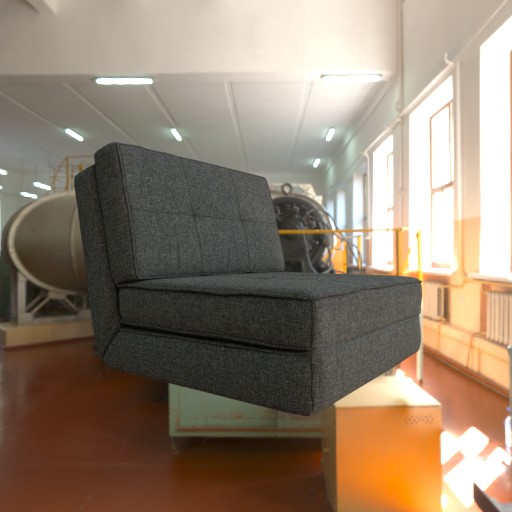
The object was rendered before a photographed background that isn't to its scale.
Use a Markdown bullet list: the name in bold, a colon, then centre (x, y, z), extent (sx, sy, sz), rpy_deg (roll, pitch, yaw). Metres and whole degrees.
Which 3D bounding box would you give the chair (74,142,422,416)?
- **chair**: centre (0.000, 0.000, 1.337), extent (0.800, 0.615, 0.740), rpy_deg (0, 0, 36)
